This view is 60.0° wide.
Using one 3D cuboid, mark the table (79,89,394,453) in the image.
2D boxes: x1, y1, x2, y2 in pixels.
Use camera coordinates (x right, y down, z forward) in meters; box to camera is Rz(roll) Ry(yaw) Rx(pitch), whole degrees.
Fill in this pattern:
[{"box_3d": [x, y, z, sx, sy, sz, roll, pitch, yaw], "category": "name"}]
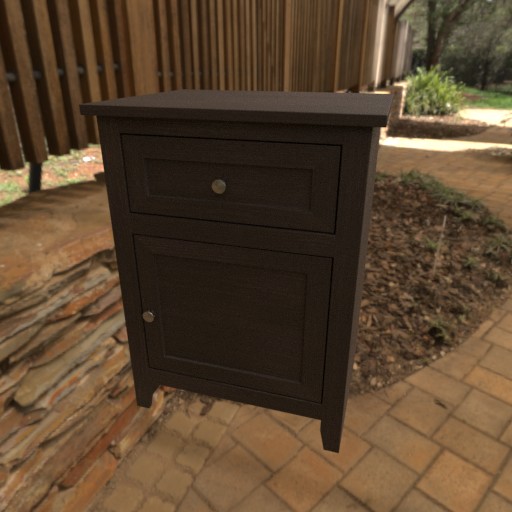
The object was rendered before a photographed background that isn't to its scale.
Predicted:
[{"box_3d": [0.000, 0.000, 0.945, 0.480, 0.635, 0.381, 7, 25, 15], "category": "table"}]
